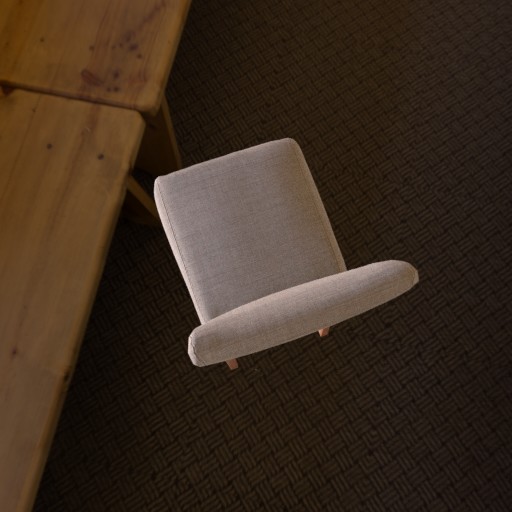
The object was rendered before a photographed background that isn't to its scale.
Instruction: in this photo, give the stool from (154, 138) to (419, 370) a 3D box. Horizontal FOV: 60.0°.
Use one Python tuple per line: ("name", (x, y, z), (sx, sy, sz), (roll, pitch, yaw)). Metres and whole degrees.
("stool", (0.000, 0.000, 1.326), (0.454, 1.039, 0.567), (-19, 76, -5))
